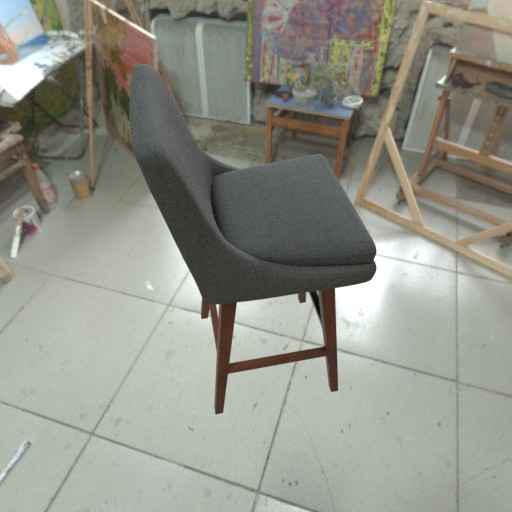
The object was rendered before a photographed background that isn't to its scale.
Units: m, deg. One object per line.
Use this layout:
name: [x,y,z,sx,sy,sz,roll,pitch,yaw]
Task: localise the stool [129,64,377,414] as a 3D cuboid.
stool: [0.000,0.000,1.261,0.524,0.977,0.447,-8,45,-8]
